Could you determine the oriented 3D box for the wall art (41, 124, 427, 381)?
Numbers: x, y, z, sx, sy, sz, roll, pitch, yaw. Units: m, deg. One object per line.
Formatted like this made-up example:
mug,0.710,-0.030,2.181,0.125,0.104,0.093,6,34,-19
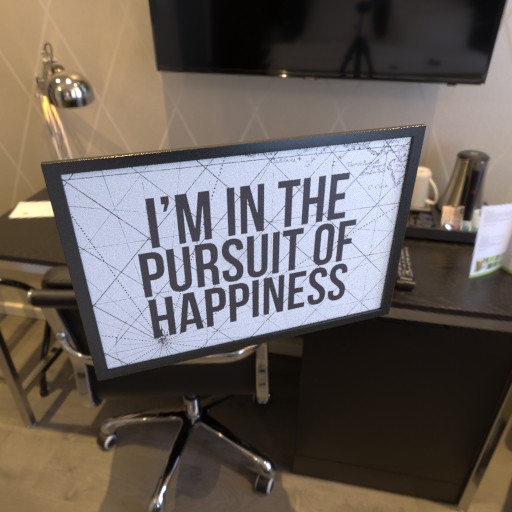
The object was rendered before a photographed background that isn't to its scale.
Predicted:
wall art,0.000,0.000,1.054,0.819,0.552,0.015,-10,33,-16
